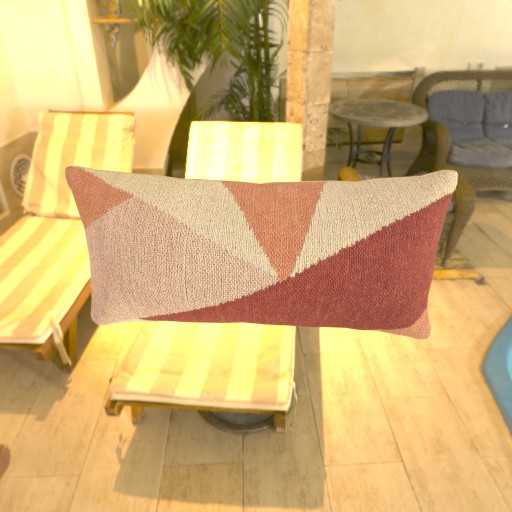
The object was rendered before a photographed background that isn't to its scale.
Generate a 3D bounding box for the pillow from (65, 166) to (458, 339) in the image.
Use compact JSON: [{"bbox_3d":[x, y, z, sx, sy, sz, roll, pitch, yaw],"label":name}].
[{"bbox_3d":[0.000,0.000,0.734,0.609,0.292,0.155,2,31,3],"label":"pillow"}]
